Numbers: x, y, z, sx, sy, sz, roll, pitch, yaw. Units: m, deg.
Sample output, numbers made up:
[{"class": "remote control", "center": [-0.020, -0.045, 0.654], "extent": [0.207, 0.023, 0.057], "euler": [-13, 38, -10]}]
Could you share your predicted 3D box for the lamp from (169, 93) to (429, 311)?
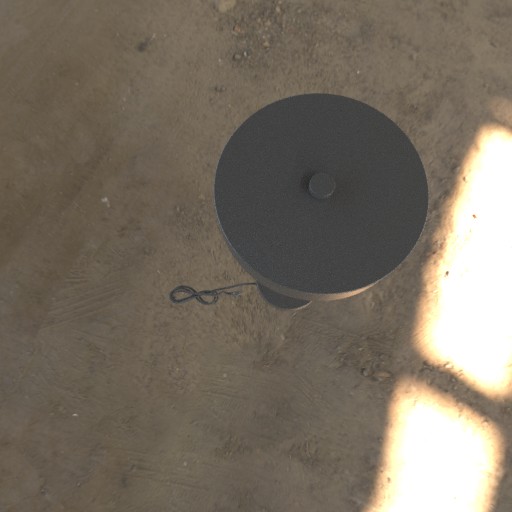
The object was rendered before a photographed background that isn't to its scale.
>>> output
[{"class": "lamp", "center": [0.000, 0.000, 0.704], "extent": [0.369, 0.508, 0.229], "euler": [-11, 76, -3]}]
